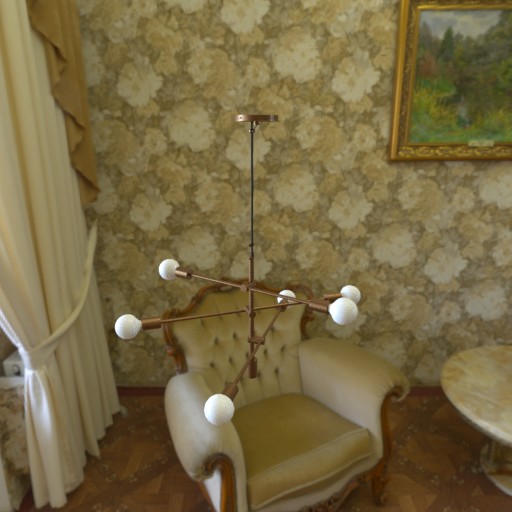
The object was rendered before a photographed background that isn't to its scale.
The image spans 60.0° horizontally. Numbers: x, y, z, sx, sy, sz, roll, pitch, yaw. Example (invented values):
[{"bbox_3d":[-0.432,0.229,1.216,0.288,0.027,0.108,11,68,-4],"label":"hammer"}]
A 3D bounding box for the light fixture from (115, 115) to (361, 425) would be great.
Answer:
[{"bbox_3d":[0.000,0.000,1.229,0.682,0.744,0.637,-15,22,-43],"label":"light fixture"}]
